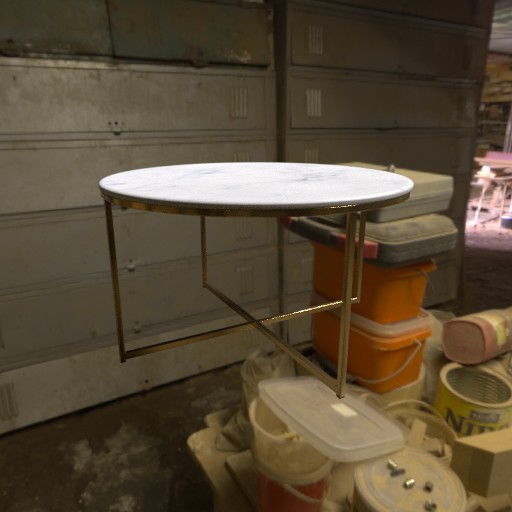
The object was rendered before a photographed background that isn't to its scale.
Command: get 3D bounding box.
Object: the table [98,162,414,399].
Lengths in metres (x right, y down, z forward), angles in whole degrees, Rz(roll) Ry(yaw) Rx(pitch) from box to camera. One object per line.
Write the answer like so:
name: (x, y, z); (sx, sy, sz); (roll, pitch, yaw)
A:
table: (0.000, 0.000, 1.252); (0.800, 0.450, 0.800); (0, 17, 0)
